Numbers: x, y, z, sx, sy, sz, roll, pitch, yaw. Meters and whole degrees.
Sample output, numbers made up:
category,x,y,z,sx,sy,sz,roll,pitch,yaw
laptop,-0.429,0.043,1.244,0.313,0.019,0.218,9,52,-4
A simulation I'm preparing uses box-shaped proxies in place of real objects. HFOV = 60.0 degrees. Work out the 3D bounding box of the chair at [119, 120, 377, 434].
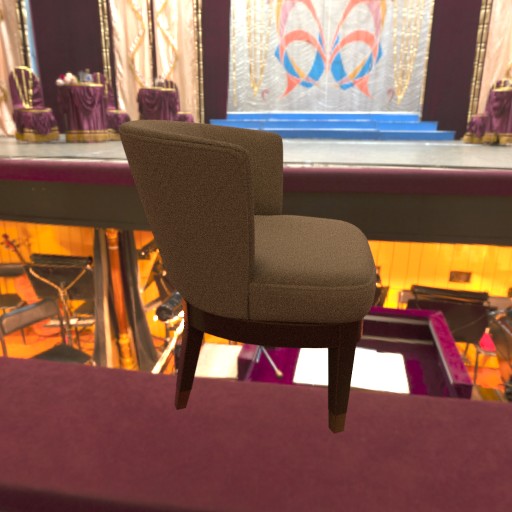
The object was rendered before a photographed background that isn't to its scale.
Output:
category,x,y,z,sx,sy,sz,roll,pitch,yaw
chair,0.000,0.000,1.296,0.660,0.760,0.700,3,18,8
